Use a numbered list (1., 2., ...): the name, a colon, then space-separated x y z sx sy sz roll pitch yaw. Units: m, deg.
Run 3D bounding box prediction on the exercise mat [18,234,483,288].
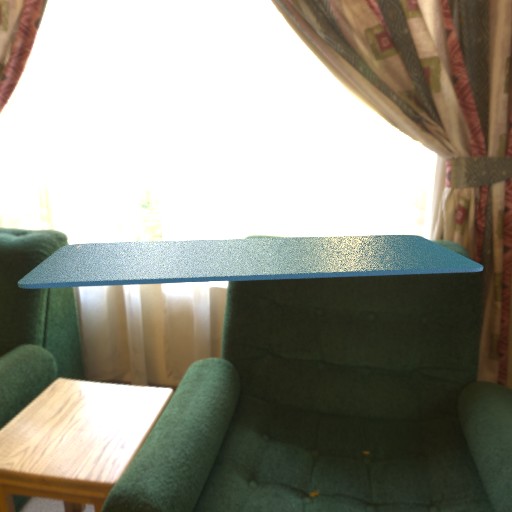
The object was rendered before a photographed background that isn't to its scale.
1. exercise mat: 0.000 0.000 2.023 1.869 0.021 0.616 -2 16 -6
